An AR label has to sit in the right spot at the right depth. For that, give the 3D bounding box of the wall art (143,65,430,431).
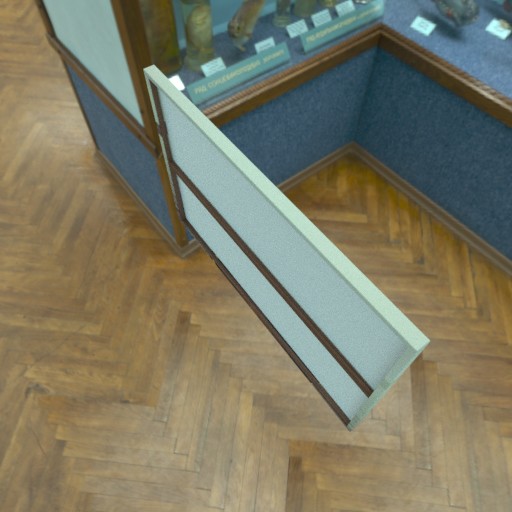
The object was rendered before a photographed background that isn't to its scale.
[{"bbox_3d":[0.000,0.000,1.465,0.040,0.765,1.149,-32,62,-19],"label":"wall art"}]
